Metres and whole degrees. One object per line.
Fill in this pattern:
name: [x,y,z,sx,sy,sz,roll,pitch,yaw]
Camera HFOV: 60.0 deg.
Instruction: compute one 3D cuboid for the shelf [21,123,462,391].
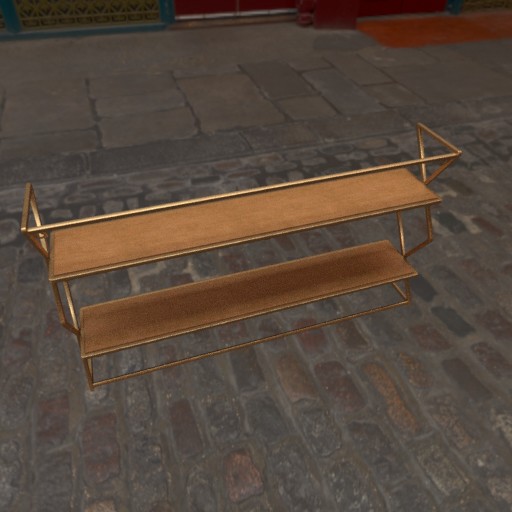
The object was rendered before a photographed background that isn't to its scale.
shelf: [0.000,0.000,0.988,0.822,0.450,0.150,-12,42,-14]
